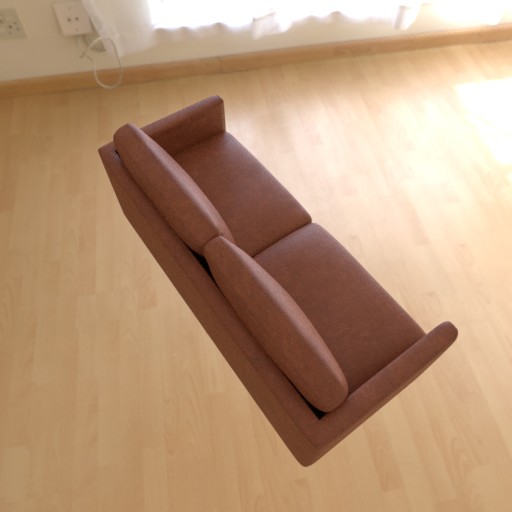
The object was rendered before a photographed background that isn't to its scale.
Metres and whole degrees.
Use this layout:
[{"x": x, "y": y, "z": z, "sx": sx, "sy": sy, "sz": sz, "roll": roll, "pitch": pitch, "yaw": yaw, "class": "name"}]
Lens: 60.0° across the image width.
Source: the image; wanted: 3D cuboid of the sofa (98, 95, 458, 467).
[{"x": 0.000, "y": 0.000, "z": 2.728, "sx": 0.950, "sy": 0.932, "sz": 2.204, "roll": -31, "pitch": 63, "yaw": -18, "class": "sofa"}]
